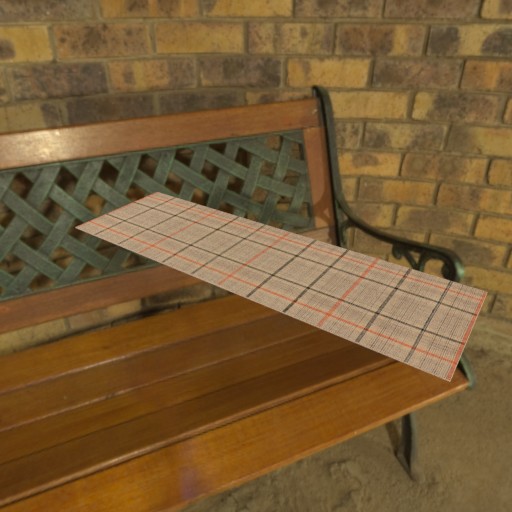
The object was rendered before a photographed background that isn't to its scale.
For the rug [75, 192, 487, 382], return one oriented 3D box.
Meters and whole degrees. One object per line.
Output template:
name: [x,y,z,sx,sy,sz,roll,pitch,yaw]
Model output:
rug: [0.000,0.000,2.665,2.439,0.008,0.762,19,35,29]
